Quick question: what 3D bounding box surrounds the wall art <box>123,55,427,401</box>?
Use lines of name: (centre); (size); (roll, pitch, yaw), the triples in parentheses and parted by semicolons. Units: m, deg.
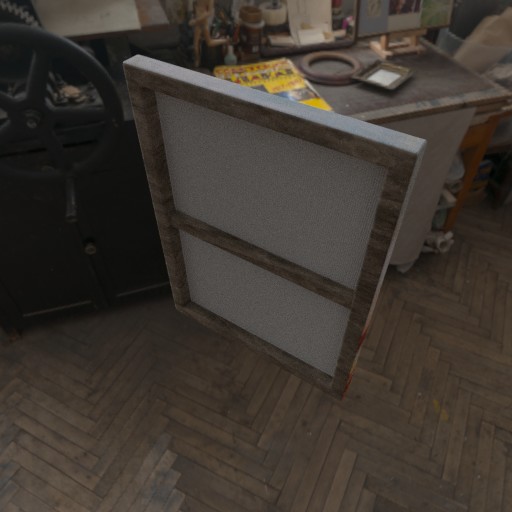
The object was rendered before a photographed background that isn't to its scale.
wall art: (0.000, 0.000, 0.795); (0.443, 0.605, 0.035); (25, 51, 22)
